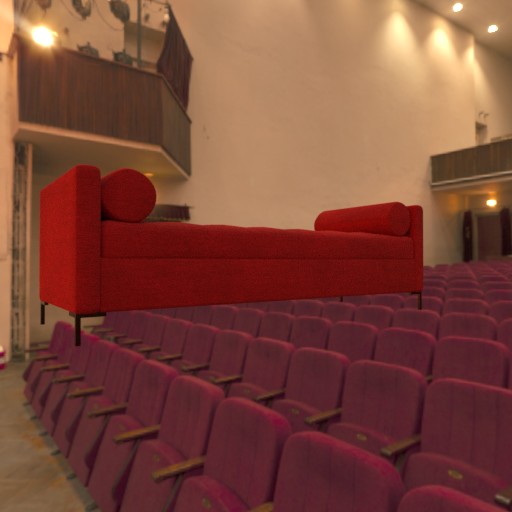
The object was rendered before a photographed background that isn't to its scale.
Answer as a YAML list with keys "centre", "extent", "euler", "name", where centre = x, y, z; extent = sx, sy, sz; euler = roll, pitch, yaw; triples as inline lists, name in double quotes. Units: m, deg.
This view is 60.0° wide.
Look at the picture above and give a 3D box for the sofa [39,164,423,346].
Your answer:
- centre: [0.000, 0.000, 2.345]
  extent: [1.981, 0.635, 0.686]
  euler: [0, -1, -35]
  name: "sofa"
